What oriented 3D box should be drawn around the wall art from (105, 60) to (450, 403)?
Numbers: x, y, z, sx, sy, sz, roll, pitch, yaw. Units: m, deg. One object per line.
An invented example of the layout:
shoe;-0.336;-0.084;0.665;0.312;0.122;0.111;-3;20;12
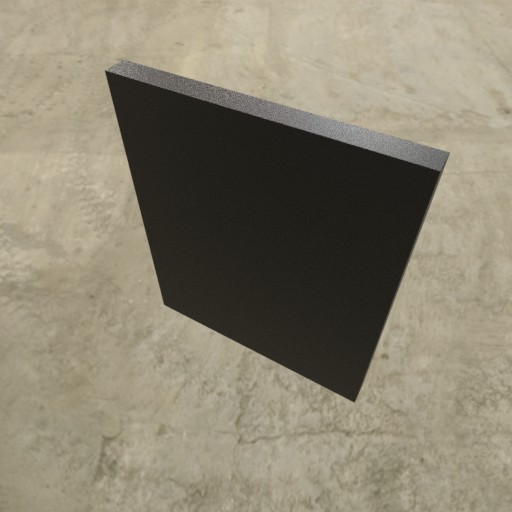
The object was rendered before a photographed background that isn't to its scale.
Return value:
wall art;0.000;0.000;0.523;0.325;0.380;0.028;23;51;20
